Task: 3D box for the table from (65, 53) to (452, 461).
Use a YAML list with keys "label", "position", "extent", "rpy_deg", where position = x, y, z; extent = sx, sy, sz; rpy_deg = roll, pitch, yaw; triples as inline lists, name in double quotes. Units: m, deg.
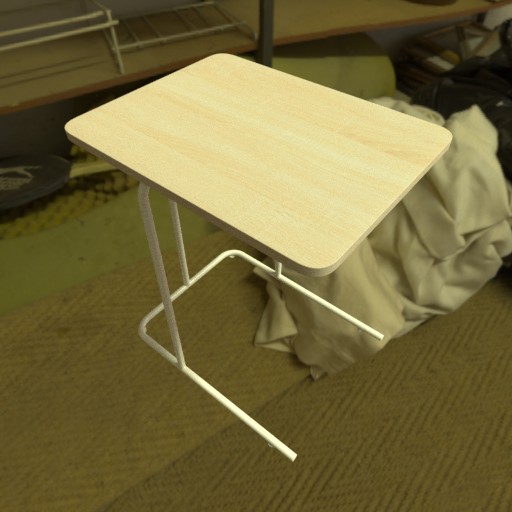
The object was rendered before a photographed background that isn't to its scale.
- label: "table"
  position: [0.000, 0.000, 0.865]
  extent: [0.480, 0.550, 0.370]
  rpy_deg: [30, 53, 26]
